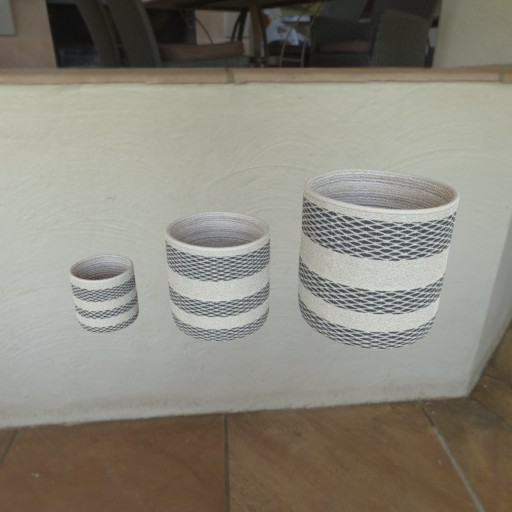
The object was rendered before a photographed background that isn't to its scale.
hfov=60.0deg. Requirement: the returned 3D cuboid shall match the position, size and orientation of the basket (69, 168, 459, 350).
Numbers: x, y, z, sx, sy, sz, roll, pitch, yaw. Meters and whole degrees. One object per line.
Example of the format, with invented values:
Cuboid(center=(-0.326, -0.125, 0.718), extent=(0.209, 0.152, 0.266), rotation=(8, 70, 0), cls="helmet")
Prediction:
Cuboid(center=(0.000, 0.000, 1.093), extent=(0.917, 0.356, 0.351), rotation=(-1, 25, -1), cls="basket")
